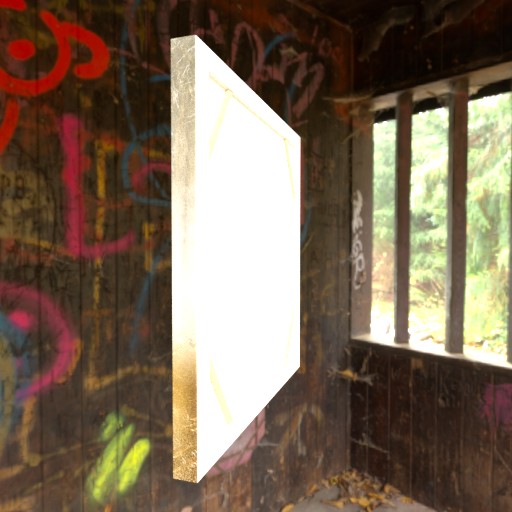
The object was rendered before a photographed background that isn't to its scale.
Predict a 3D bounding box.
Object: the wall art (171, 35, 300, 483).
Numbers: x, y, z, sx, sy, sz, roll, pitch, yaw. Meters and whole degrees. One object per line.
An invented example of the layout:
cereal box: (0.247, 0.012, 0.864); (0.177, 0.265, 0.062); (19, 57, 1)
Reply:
wall art: (0.000, 0.000, 0.897); (0.038, 0.610, 0.610); (1, 2, 19)
